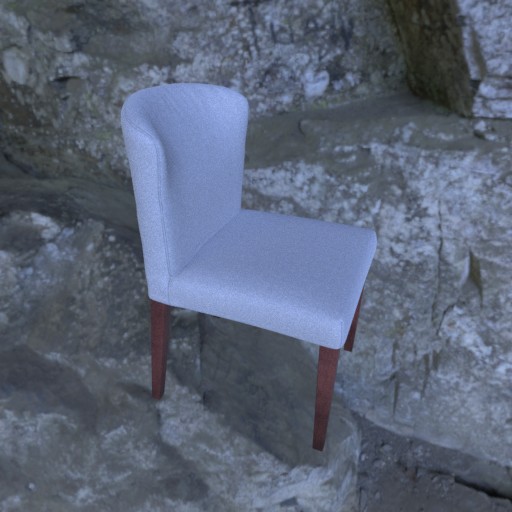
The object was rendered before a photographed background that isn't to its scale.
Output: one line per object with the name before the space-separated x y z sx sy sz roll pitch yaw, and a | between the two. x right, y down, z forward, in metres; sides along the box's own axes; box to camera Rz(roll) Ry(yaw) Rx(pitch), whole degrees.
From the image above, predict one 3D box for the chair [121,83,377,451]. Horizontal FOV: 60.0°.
chair | 0.000 0.000 1.208 0.592 0.839 0.491 11 32 18
